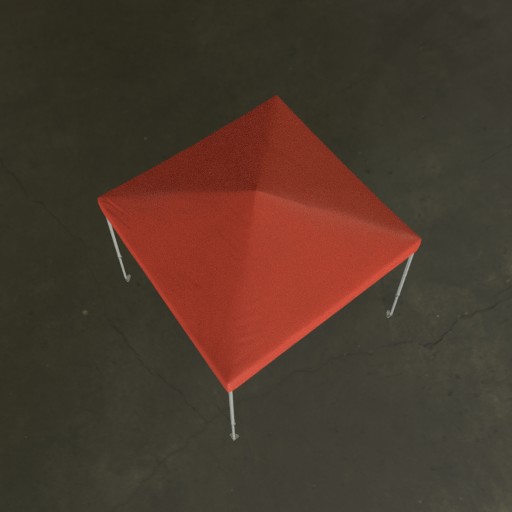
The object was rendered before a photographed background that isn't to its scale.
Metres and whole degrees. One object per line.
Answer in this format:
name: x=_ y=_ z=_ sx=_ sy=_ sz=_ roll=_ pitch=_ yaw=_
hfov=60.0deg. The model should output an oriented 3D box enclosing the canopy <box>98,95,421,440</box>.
canopy: x=0.000 y=0.000 z=5.301 sx=2.849 sy=2.850 sz=2.850 roll=-34 pitch=70 yaw=-14
